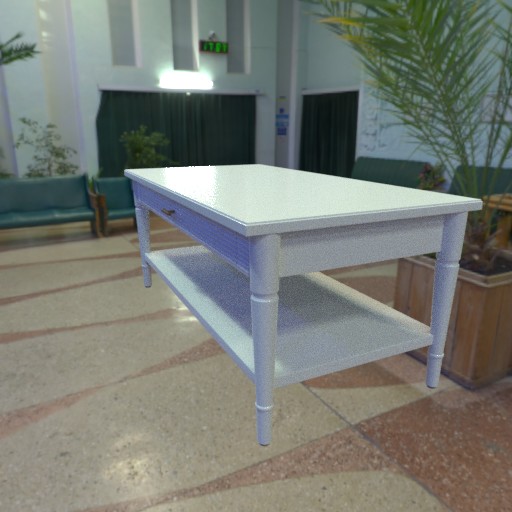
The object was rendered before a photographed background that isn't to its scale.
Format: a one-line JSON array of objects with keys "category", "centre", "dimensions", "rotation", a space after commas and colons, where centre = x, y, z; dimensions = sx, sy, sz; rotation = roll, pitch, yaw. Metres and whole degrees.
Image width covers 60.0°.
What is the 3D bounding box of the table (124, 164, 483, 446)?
[{"category": "table", "centre": [0.000, 0.000, 1.352], "dimensions": [0.559, 0.457, 1.067], "rotation": [-8, 18, -25]}]
